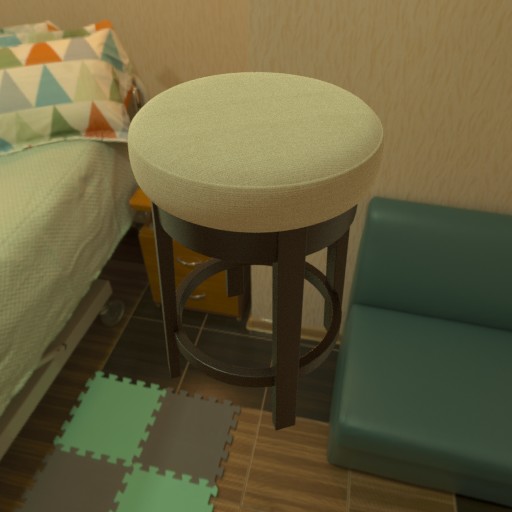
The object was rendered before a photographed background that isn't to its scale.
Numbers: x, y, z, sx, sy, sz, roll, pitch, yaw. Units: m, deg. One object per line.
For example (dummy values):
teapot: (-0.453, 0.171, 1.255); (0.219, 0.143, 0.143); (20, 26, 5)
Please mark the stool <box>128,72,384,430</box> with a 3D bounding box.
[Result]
stool: (0.000, 0.000, 0.940); (0.449, 0.655, 0.449); (0, 41, 0)
